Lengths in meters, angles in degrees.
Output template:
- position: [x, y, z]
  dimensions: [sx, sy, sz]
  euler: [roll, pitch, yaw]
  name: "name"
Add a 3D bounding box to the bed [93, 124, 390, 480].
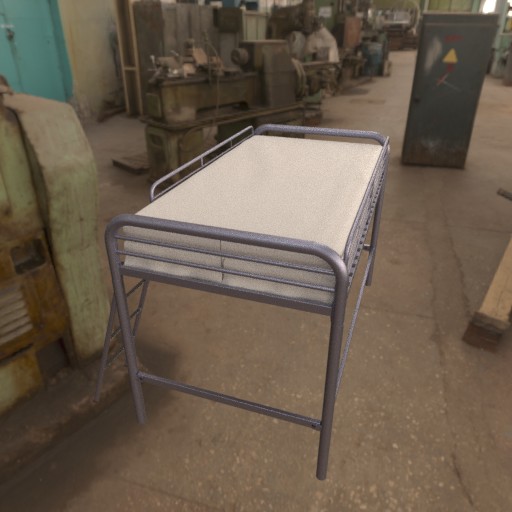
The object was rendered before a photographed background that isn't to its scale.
- position: [0.000, 0.000, 2.906]
  dimensions: [1.415, 1.288, 1.965]
  euler: [9, 30, 17]
  name: "bed"
